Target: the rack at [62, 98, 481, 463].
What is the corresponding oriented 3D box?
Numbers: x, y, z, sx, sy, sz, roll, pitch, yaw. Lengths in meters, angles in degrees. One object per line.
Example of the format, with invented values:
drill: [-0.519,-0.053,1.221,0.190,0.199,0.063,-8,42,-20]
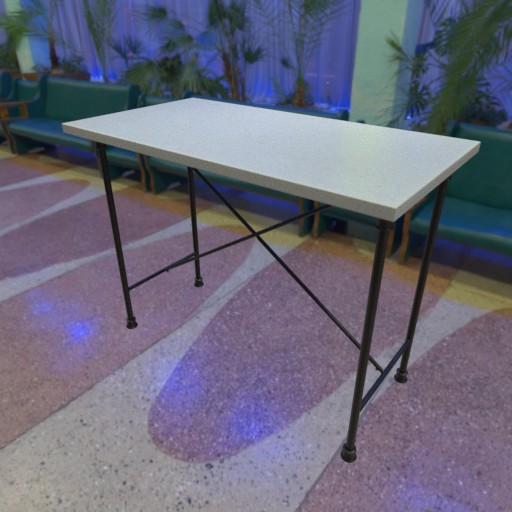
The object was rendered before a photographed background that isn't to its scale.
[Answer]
rack: [0.000,0.000,1.585,1.159,0.880,0.613,21,35,32]
